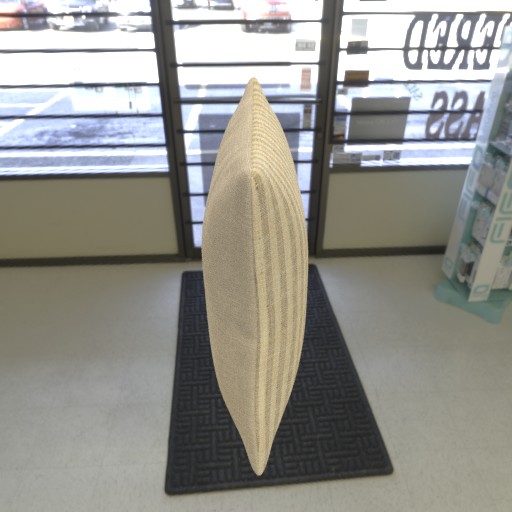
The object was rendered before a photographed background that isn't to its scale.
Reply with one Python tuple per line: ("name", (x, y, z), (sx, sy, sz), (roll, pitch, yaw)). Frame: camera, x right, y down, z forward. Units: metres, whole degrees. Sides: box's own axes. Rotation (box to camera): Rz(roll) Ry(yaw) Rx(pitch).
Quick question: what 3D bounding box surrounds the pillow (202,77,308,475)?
("pillow", (0.000, 0.000, 0.791), (0.166, 0.510, 0.523), (0, 32, 0))
